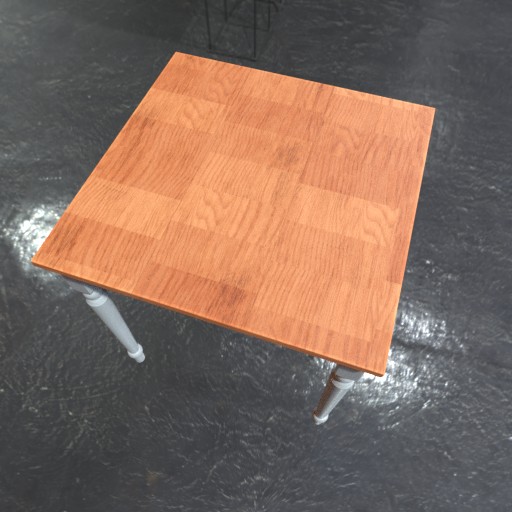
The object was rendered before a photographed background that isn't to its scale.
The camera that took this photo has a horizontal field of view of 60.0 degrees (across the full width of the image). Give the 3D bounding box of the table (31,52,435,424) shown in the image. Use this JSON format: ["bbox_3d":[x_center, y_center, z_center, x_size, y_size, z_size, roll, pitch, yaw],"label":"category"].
[{"bbox_3d":[0.000,0.000,1.365,0.747,0.738,0.747,16,60,10],"label":"table"}]
